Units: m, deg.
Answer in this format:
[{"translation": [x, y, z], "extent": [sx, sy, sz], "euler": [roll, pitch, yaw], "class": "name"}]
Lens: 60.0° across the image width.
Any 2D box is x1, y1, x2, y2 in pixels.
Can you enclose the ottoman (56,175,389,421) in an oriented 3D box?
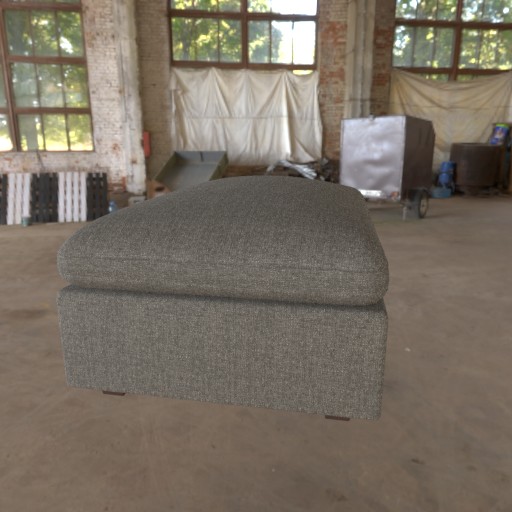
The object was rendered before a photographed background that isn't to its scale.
[{"translation": [0.000, 0.000, 1.402], "extent": [0.711, 0.483, 1.041], "euler": [3, 15, 10], "class": "ottoman"}]
